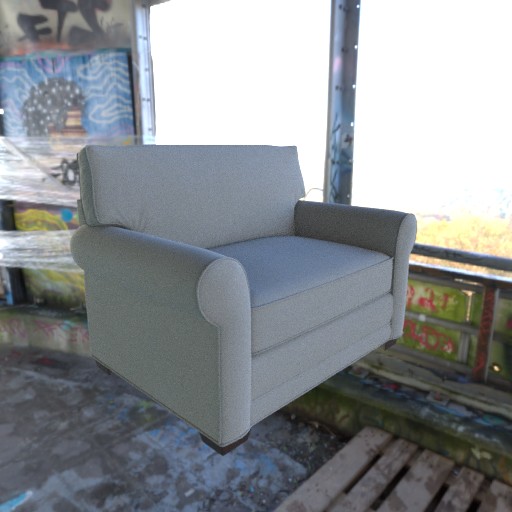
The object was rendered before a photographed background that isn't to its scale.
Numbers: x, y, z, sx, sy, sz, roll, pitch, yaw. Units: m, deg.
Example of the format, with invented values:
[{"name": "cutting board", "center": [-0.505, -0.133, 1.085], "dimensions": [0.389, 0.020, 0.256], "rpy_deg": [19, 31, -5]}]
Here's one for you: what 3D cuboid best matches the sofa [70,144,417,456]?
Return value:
[{"name": "sofa", "center": [0.000, 0.000, 2.056], "dimensions": [0.937, 1.006, 1.405], "rpy_deg": [13, 19, 43]}]
